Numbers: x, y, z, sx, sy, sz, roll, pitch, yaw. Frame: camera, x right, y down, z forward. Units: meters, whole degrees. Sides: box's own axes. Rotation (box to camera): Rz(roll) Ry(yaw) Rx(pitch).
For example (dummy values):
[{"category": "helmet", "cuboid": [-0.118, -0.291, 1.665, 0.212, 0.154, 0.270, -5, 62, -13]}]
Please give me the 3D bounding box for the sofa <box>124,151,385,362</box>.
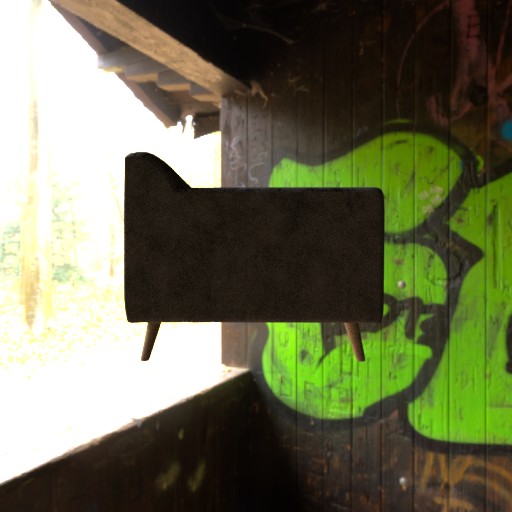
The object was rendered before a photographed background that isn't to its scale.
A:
[{"category": "sofa", "cuboid": [0.000, 0.000, 2.588, 0.900, 0.740, 2.190, 0, 0, 0]}]
